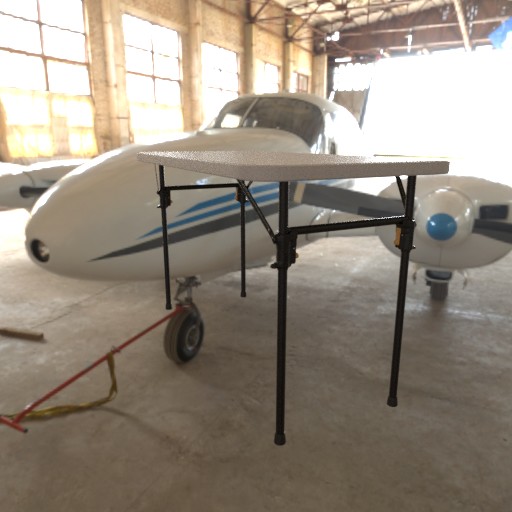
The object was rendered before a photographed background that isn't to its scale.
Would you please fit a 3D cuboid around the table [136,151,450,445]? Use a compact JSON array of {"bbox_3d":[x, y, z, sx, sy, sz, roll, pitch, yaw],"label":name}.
[{"bbox_3d":[0.000,0.000,1.645,0.610,0.729,1.219,-7,16,-25],"label":"table"}]
